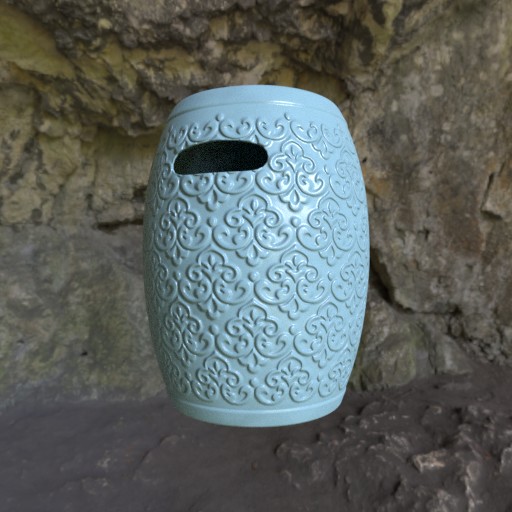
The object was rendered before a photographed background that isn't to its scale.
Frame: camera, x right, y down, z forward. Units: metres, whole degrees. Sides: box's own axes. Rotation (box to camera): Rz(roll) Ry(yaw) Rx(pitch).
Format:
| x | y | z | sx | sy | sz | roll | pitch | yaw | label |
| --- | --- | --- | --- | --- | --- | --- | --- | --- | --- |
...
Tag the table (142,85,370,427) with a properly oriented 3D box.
| x | y | z | sx | sy | sz | roll | pitch | yaw | label |
| --- | --- | --- | --- | --- | --- | --- | --- | --- | --- |
| 0.000 | 0.000 | 0.623 | 0.309 | 0.397 | 0.309 | 0 | 0 | 0 | table |
